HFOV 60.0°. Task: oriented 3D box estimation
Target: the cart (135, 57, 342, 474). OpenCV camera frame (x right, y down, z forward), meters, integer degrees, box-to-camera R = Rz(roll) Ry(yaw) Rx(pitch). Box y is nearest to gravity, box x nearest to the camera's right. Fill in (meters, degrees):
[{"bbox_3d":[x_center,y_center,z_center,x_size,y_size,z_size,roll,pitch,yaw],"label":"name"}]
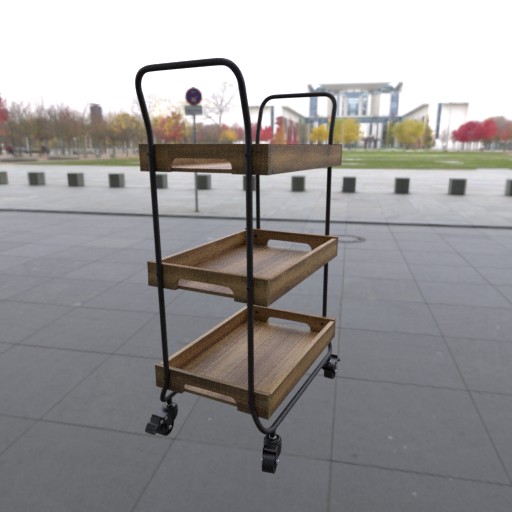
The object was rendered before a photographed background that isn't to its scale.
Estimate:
[{"bbox_3d":[0.000,0.000,1.155,0.339,0.857,0.583,7,16,26],"label":"cart"}]
